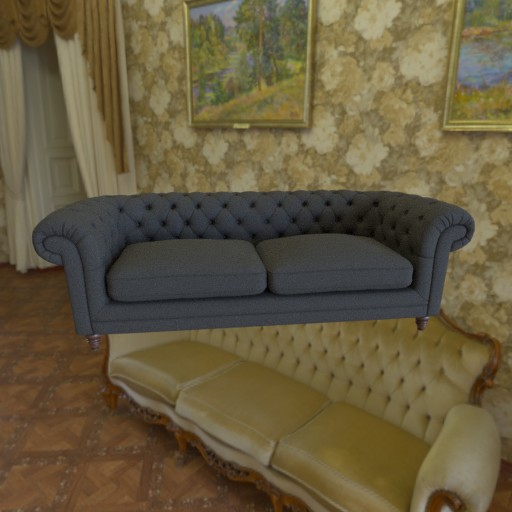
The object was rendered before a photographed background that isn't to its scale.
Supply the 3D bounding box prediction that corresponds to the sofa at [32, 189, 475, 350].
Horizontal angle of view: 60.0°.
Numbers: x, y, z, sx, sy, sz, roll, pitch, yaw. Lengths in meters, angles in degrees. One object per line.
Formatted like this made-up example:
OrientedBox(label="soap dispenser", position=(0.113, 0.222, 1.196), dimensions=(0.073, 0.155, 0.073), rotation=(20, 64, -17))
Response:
OrientedBox(label="sofa", position=(0.000, 0.000, 2.823), dimensions=(2.362, 0.762, 0.991), rotation=(-2, 15, -7))
